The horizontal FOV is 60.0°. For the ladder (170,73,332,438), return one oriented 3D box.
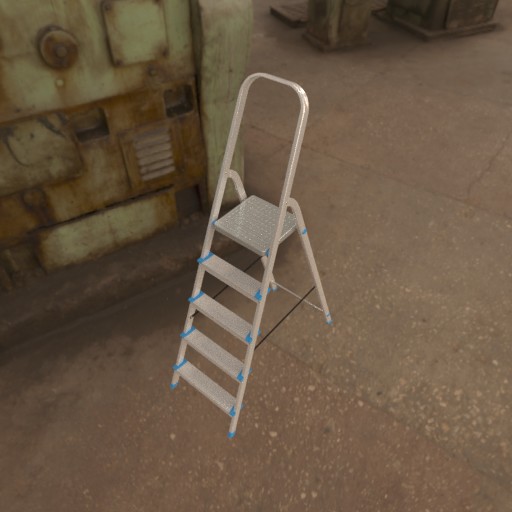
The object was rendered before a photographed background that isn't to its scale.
[{"bbox_3d":[0.000,0.000,2.129,0.468,1.648,0.990,30,52,27],"label":"ladder"}]
